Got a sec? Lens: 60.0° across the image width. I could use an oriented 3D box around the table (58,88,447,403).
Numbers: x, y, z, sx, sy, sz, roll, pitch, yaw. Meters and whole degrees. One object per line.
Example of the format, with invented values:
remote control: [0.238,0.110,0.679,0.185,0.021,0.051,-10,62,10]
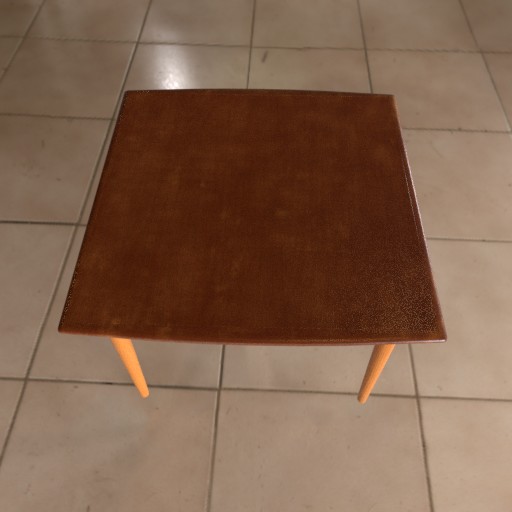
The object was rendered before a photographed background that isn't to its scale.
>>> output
table: [0.000,0.000,1.683,0.991,0.754,0.991,1,58,1]
